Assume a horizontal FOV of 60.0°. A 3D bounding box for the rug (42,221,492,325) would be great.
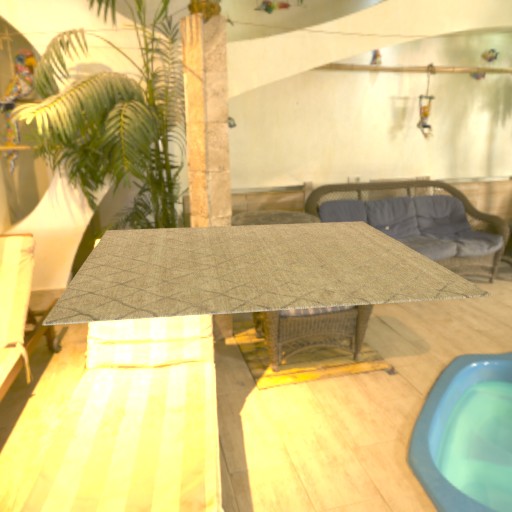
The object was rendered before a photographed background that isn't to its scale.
[{"bbox_3d":[0.000,0.000,4.085,3.038,0.019,2.420,-3,17,-9],"label":"rug"}]
